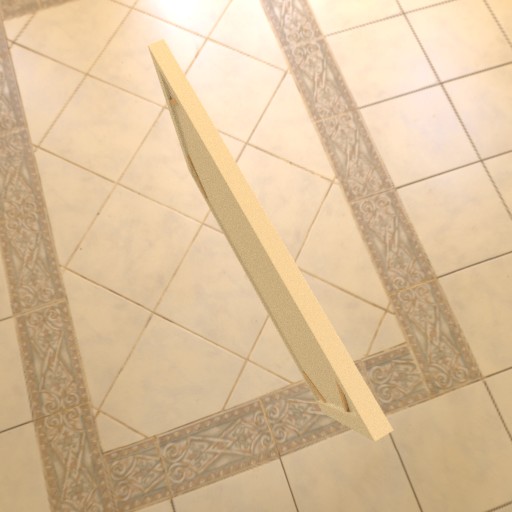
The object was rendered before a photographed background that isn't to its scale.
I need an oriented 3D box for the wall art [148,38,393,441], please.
[{"bbox_3d":[0.000,0.000,1.155,0.038,0.609,0.914,-28,77,-7],"label":"wall art"}]
